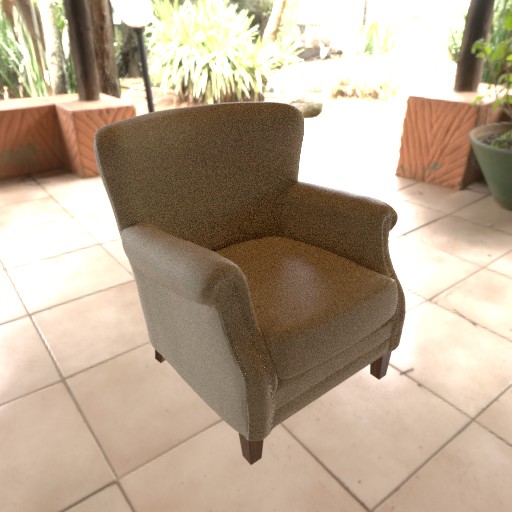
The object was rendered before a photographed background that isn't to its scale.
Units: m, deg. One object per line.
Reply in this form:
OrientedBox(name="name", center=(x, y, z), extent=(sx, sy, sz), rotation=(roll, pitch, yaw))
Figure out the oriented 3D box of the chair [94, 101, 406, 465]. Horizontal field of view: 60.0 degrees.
OrientedBox(name="chair", center=(0.000, 0.000, 1.601), extent=(0.861, 0.936, 0.921), rotation=(-20, 34, -33))
